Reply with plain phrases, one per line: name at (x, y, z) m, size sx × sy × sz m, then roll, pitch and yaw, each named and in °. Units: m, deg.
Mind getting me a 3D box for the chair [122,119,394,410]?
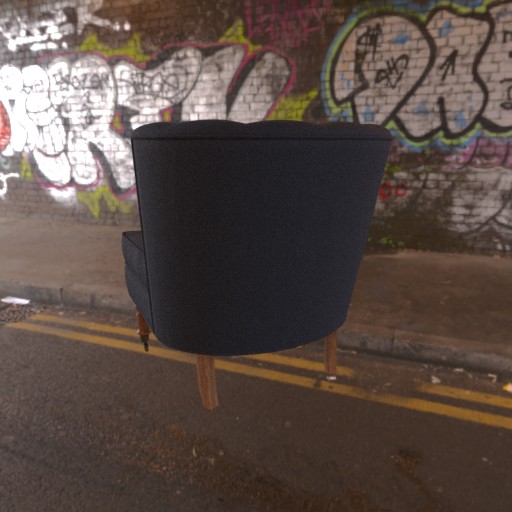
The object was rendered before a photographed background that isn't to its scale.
chair at (0.000, 0.000, 1.359) m, size 0.740 × 0.771 × 0.718 m, roll -7°, pitch 16°, yaw -27°
